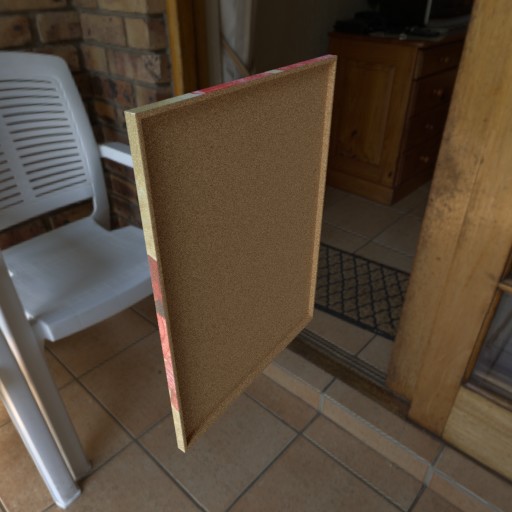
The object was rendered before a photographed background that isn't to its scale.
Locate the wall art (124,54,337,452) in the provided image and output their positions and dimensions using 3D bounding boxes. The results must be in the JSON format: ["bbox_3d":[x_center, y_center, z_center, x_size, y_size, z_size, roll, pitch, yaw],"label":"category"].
[{"bbox_3d":[0.000,0.000,1.327,0.031,1.015,0.762,22,39,30],"label":"wall art"}]
